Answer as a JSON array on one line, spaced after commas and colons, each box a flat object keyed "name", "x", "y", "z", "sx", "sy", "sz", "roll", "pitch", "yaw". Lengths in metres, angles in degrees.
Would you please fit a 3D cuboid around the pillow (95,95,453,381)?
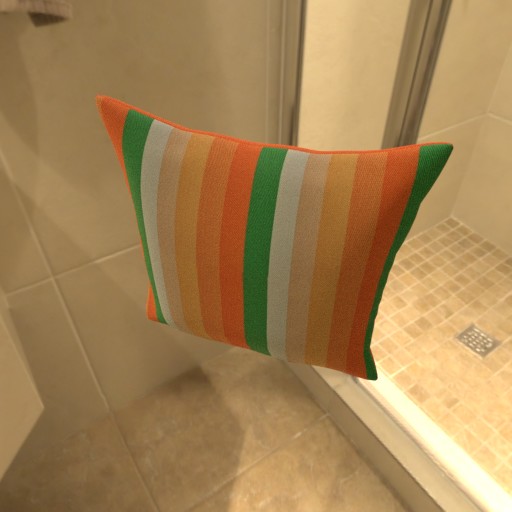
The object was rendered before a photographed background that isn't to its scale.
[{"name": "pillow", "x": 0.000, "y": 0.000, "z": 0.679, "sx": 0.453, "sy": 0.444, "sz": 0.169, "roll": 13, "pitch": 42, "yaw": 14}]
